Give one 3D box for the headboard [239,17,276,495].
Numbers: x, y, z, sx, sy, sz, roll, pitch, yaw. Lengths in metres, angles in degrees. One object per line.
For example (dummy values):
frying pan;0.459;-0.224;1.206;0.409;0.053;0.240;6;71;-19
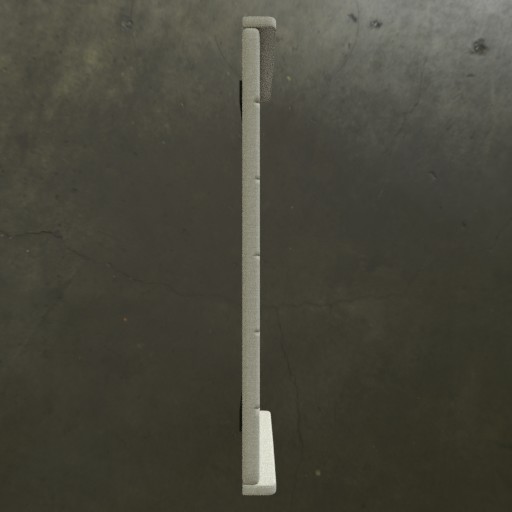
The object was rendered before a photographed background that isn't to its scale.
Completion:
headboard;0.000;0.000;2.656;0.184;1.524;2.051;0;90;0
